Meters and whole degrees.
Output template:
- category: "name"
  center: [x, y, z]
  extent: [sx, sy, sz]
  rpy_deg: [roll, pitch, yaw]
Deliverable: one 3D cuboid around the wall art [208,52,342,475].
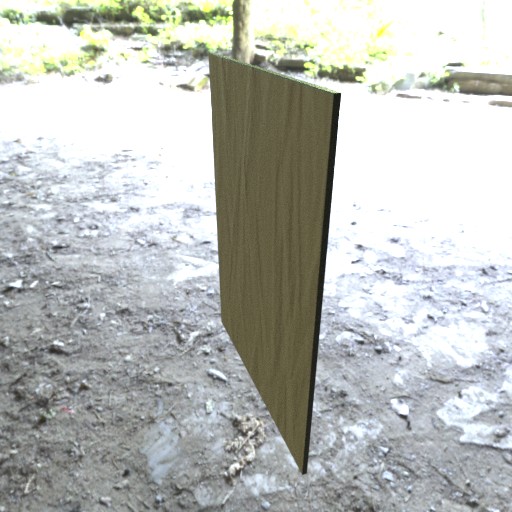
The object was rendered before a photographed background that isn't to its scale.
- category: "wall art"
  center: [0.000, 0.000, 1.414]
  extent: [0.016, 1.116, 0.810]
  rpy_deg: [-11, 32, -19]
